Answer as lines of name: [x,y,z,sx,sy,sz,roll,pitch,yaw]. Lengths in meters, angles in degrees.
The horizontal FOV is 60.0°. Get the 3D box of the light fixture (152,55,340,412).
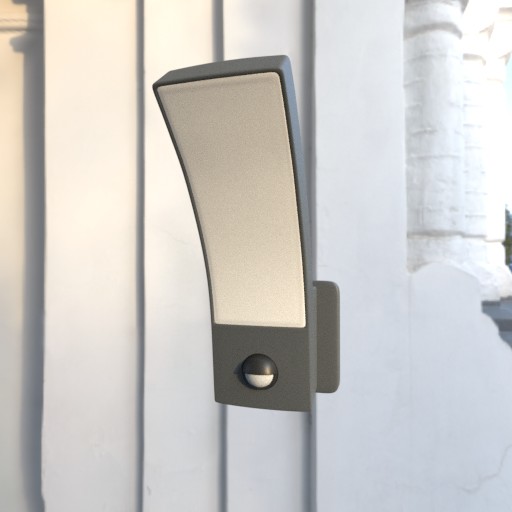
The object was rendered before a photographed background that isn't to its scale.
light fixture: [0.000,0.000,0.338,0.108,0.243,0.174,0,-1,17]
